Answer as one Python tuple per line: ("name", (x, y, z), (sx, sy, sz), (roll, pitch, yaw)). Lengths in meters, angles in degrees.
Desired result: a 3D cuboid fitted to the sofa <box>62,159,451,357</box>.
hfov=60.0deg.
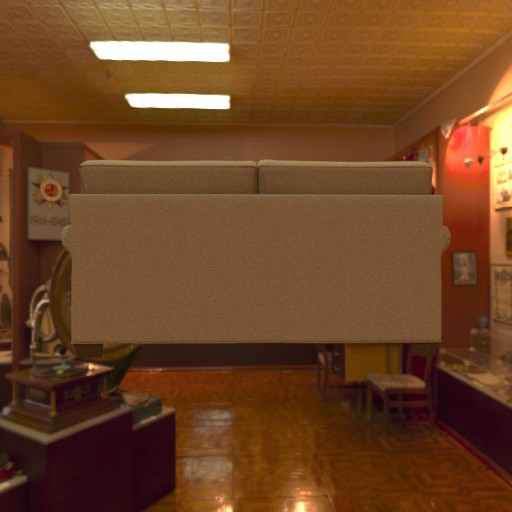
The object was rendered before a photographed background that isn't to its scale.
("sofa", (0.000, 0.000, 2.518), (1.930, 0.952, 0.940), (0, 0, -1))
